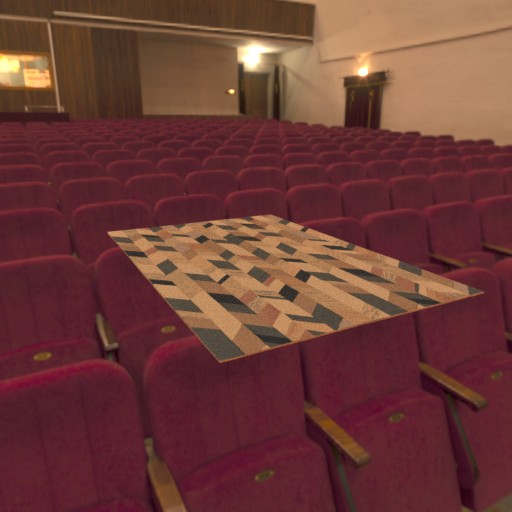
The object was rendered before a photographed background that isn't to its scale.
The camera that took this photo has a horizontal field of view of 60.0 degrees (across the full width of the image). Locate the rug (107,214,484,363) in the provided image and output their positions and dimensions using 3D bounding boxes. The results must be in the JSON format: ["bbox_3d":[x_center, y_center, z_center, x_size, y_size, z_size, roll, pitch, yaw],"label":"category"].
[{"bbox_3d":[0.000,0.000,2.332,1.202,0.006,1.813,-9,19,-26],"label":"rug"}]
